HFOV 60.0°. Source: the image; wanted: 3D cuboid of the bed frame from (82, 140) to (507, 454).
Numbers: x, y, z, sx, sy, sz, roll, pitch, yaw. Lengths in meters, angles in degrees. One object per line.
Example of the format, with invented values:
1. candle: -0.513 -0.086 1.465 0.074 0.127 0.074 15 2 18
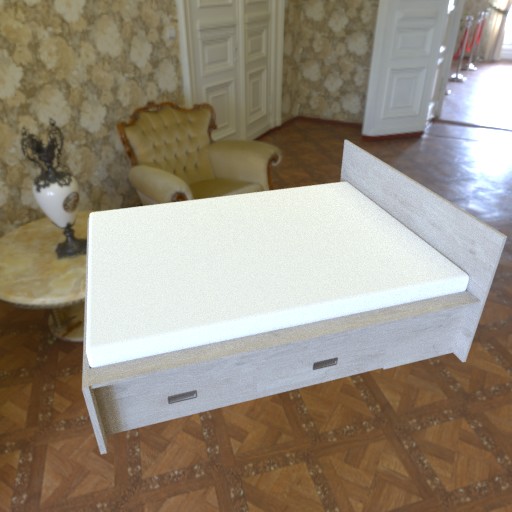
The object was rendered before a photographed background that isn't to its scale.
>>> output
1. bed frame: 0.000 0.000 2.696 1.960 0.800 1.622 -9 32 -15
